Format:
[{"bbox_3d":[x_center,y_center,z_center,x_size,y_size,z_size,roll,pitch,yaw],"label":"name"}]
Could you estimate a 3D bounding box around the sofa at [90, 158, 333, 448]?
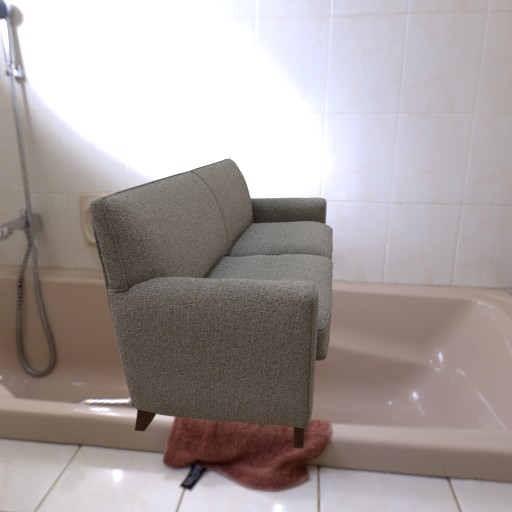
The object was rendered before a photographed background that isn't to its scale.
[{"bbox_3d":[0.000,0.000,2.489,0.854,0.942,2.026,3,17,9],"label":"sofa"}]
